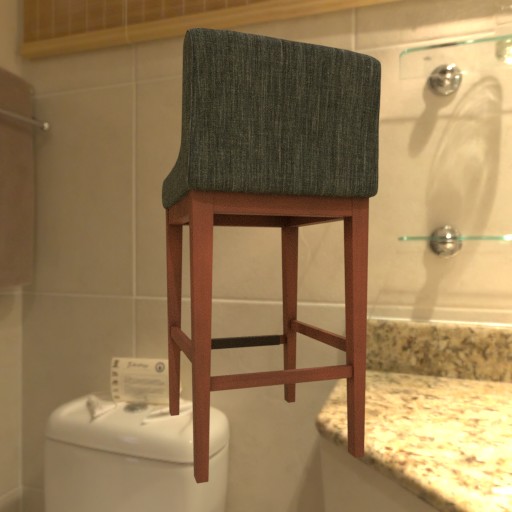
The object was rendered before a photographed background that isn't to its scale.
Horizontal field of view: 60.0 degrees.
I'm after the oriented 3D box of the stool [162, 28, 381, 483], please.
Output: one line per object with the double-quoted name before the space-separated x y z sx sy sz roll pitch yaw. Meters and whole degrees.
"stool" 0.000 0.000 1.044 0.395 0.835 0.459 0 0 -18
